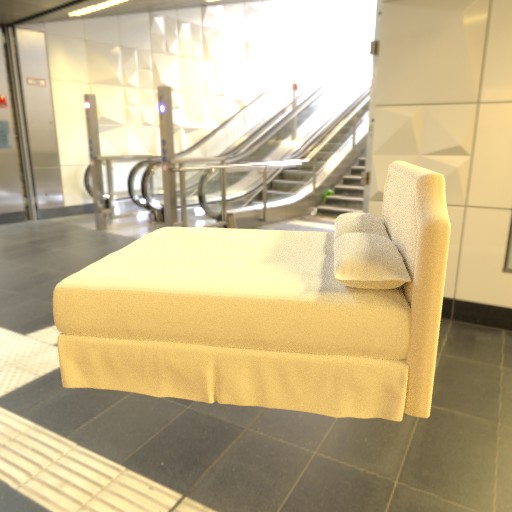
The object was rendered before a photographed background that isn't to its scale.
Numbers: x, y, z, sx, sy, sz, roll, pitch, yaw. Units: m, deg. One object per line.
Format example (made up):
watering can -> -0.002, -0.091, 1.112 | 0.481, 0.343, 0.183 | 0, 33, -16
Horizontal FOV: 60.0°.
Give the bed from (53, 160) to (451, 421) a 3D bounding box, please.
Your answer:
bed -> 0.000, 0.000, 3.740 | 2.548, 1.524, 2.134 | 3, 15, 9
